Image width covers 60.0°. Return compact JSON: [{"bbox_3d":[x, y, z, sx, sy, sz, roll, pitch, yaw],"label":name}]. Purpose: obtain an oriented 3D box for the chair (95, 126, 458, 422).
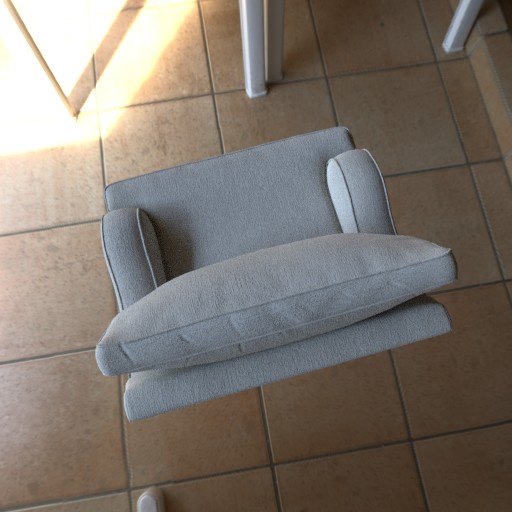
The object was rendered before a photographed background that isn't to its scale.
[{"bbox_3d":[0.000,0.000,1.942,1.220,1.016,1.041,-15,77,-4],"label":"chair"}]
